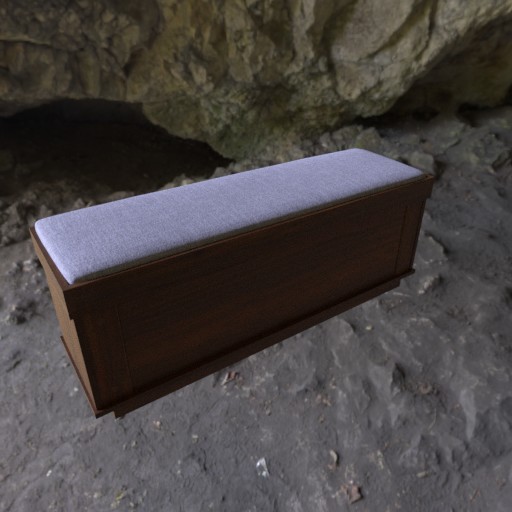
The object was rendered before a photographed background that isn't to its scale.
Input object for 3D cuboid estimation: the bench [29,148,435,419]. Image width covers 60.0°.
[{"bbox_3d":[0.000,0.000,1.419,1.196,0.468,0.367,-19,35,-29],"label":"bench"}]
